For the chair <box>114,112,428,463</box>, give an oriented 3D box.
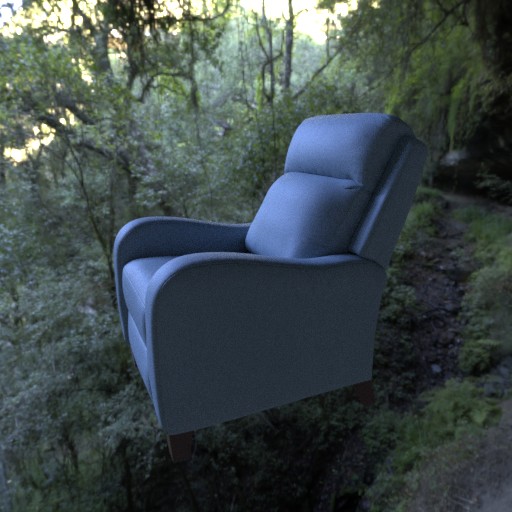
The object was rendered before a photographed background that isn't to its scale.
[{"bbox_3d":[0.000,0.000,1.729,0.988,1.067,0.785,-7,17,-24],"label":"chair"}]
